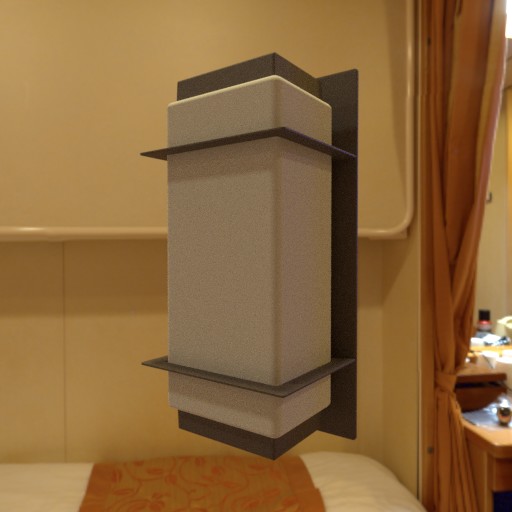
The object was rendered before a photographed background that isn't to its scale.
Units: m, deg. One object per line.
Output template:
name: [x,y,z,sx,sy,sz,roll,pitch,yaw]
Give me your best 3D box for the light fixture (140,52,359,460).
light fixture: [0.000,0.000,0.413,0.153,0.347,0.146,1,2,36]
